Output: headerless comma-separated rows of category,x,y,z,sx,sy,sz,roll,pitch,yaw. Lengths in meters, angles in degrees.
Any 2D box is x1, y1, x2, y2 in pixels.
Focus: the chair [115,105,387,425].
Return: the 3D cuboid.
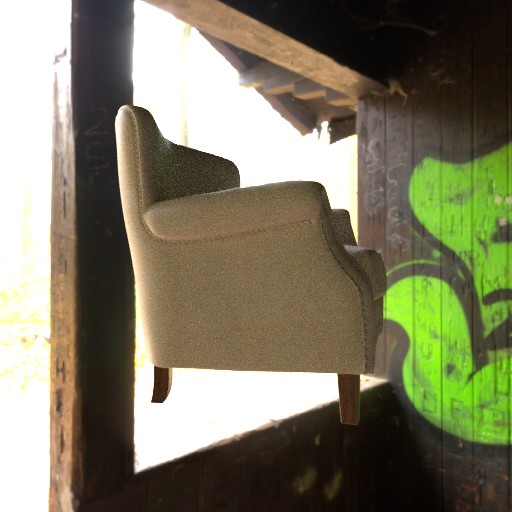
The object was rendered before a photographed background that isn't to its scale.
chair,0.000,0.000,1.624,0.921,0.936,0.861,0,-1,18
